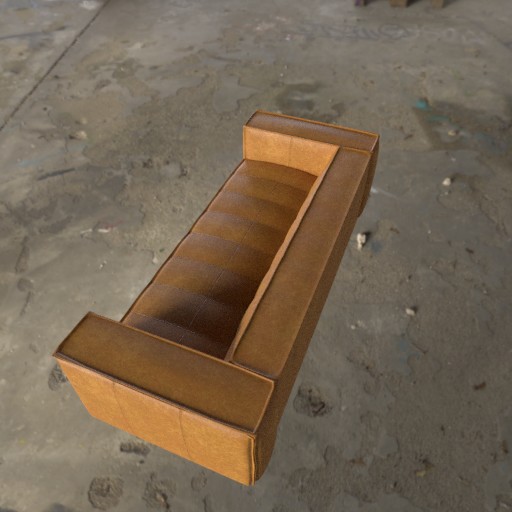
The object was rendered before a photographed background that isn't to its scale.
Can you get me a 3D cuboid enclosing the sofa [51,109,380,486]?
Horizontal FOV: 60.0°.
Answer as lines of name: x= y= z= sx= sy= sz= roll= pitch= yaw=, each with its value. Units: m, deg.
sofa: x=0.000 y=0.000 z=2.988 sx=1.102 sy=0.701 sz=2.581 roll=17 pitch=48 yaw=15
